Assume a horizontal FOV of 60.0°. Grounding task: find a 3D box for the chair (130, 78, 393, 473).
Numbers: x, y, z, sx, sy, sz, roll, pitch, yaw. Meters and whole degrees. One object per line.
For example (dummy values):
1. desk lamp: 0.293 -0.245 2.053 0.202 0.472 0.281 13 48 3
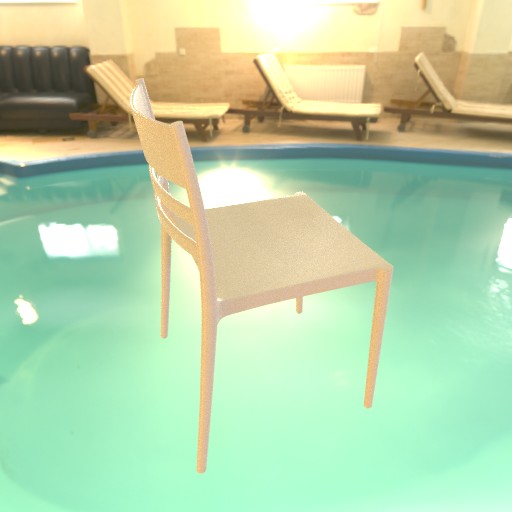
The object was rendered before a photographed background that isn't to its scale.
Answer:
1. chair: 0.000 0.000 1.119 0.511 0.800 0.531 -10 32 -17
